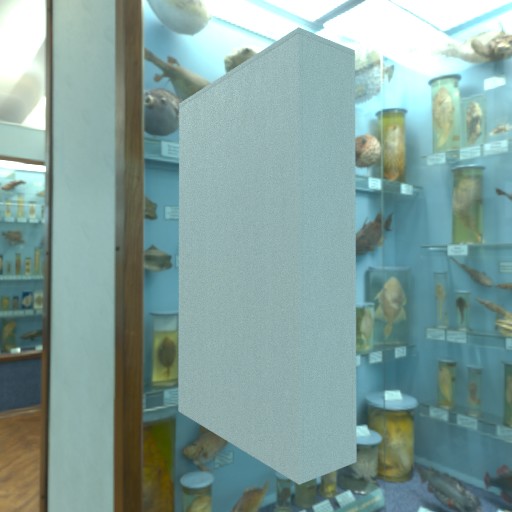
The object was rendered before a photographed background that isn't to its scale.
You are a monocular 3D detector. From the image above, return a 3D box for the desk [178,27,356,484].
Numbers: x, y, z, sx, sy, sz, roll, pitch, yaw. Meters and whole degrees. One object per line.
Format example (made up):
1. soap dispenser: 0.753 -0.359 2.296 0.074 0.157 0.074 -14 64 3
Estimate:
1. desk: 0.000 0.000 1.615 0.250 1.280 0.750 1 -1 -36
